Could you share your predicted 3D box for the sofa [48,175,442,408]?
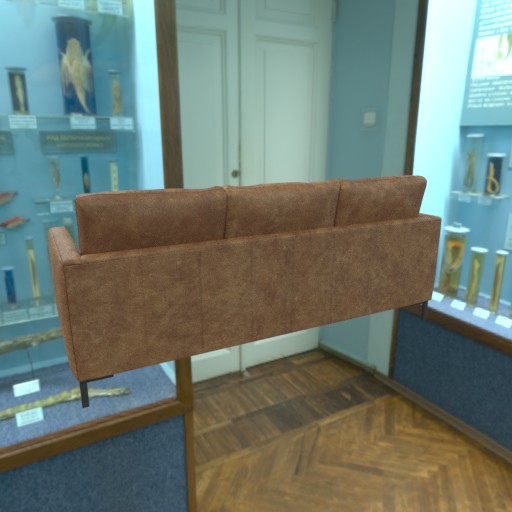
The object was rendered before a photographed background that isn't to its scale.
[{"bbox_3d":[0.000,0.000,2.423,2.029,0.863,0.748,-8,17,-26],"label":"sofa"}]
